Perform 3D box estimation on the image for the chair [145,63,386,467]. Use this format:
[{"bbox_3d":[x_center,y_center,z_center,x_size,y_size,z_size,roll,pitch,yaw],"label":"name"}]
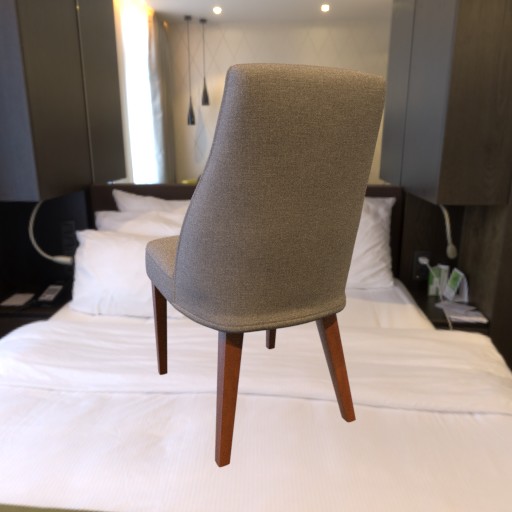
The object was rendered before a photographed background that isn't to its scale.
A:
[{"bbox_3d":[0.000,0.000,1.254,0.500,0.930,0.620,-7,17,-26],"label":"chair"}]
